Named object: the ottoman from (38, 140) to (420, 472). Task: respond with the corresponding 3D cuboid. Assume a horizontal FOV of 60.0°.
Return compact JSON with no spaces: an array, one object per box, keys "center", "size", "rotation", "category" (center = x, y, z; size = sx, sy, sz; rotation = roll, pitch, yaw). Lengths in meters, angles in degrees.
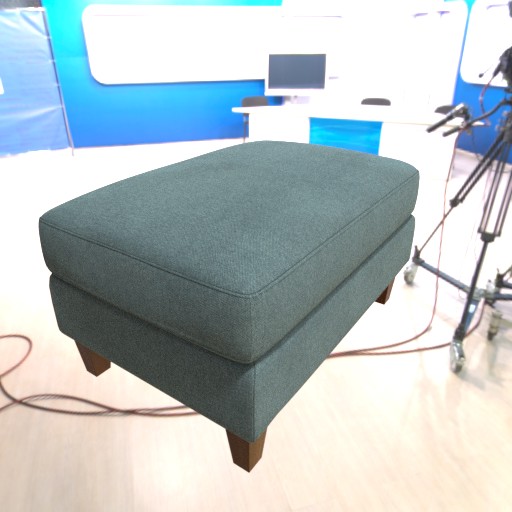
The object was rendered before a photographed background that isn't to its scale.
[{"center":[0.000,0.000,1.166],"size":[0.584,0.483,0.864],"rotation":[18,32,31],"category":"ottoman"}]
